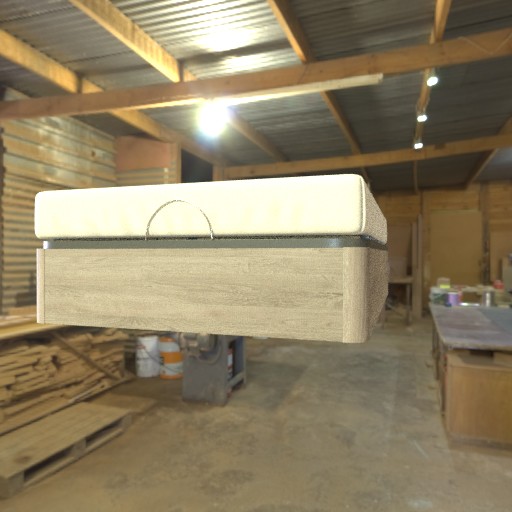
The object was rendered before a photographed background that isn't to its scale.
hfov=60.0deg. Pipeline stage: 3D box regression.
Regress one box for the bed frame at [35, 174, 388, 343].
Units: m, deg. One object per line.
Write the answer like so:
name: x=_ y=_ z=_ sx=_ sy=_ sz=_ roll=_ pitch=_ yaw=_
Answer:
bed frame: x=0.000 y=0.000 z=2.552 sx=1.400 sy=0.561 sz=1.900 roll=0 pitch=0 yaw=19
